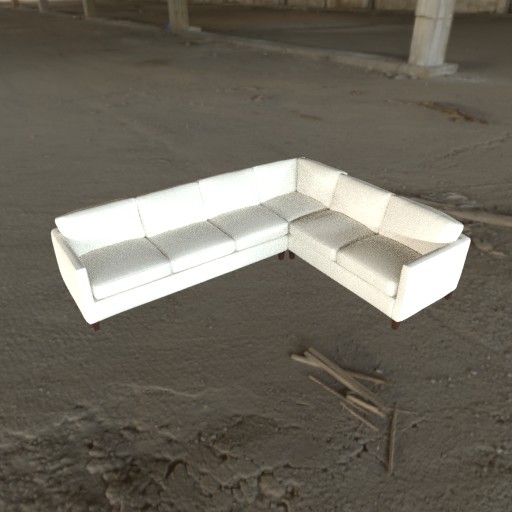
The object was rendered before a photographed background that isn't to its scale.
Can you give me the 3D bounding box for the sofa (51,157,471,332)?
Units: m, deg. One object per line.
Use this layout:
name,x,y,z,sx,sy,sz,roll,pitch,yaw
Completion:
sofa,0.000,0.000,4.452,3.302,0.947,2.593,-20,37,-29
